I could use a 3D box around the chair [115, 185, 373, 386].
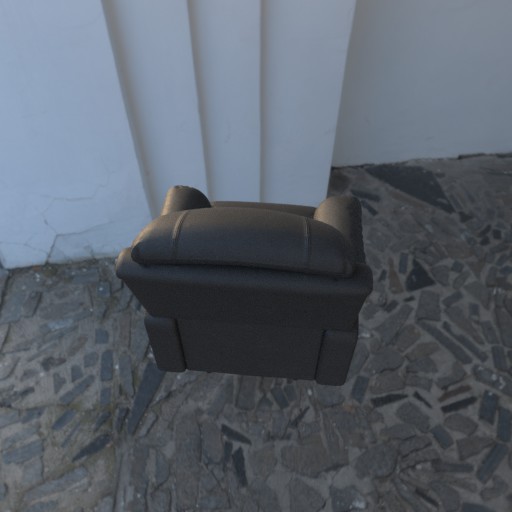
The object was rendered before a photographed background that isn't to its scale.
[{"bbox_3d":[0.000,0.000,1.744,0.855,0.992,0.919,4,46,4],"label":"chair"}]
